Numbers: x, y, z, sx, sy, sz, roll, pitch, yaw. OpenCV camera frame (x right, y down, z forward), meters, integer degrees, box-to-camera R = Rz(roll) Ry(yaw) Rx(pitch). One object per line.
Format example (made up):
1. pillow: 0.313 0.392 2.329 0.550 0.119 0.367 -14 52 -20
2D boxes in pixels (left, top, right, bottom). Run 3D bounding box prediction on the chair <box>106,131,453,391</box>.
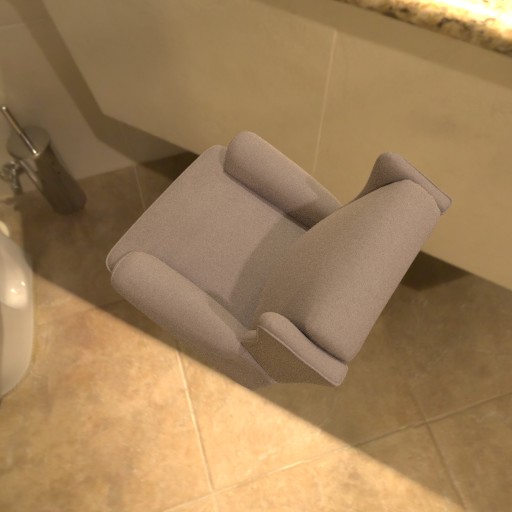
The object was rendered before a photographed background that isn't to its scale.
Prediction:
1. chair: 0.000 0.000 1.688 0.969 1.011 0.847 33 69 14
